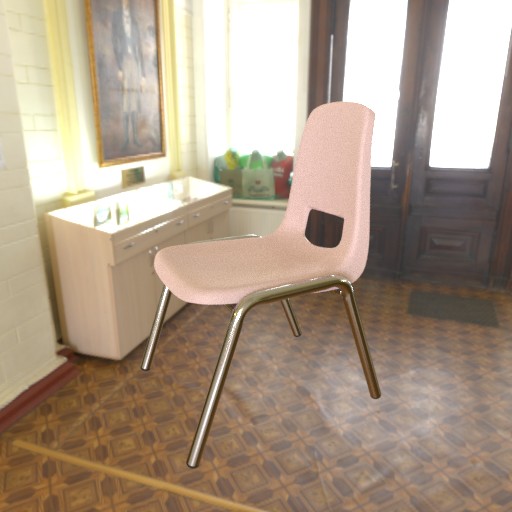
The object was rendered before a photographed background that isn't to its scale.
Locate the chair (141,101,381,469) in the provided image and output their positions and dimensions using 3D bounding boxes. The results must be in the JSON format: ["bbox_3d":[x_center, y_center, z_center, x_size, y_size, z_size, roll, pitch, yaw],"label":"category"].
[{"bbox_3d":[0.000,0.000,0.879,0.423,0.586,0.354,-8,19,-25],"label":"chair"}]
